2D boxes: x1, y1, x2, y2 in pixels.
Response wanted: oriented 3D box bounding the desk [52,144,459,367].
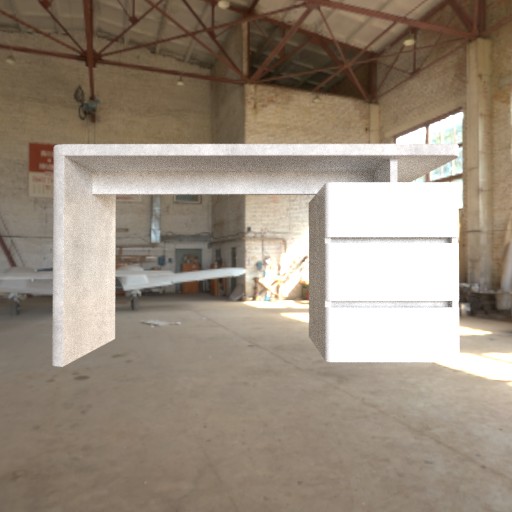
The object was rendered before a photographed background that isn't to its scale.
[{"bbox_3d":[0.000,0.000,1.770,1.400,0.755,0.550,0,-1,0],"label":"desk"}]
